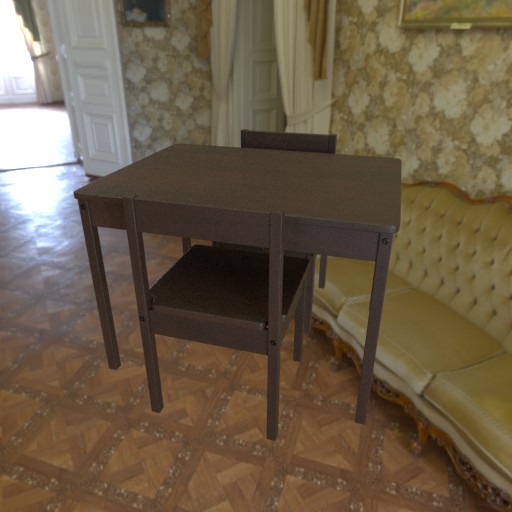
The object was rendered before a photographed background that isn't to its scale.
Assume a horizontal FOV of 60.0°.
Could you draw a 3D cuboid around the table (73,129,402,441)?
[{"bbox_3d":[0.000,0.000,1.129,0.650,0.503,0.672,8,27,15],"label":"table"}]
